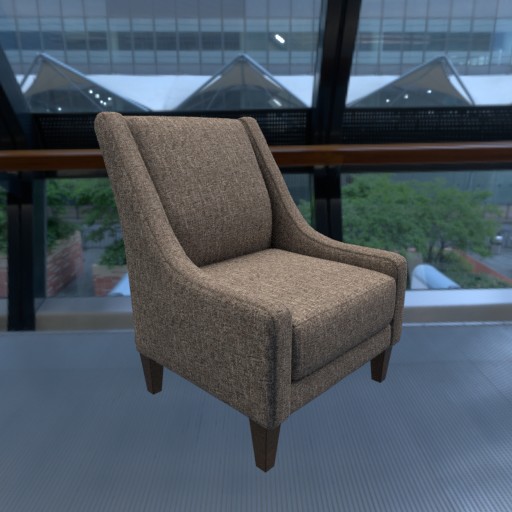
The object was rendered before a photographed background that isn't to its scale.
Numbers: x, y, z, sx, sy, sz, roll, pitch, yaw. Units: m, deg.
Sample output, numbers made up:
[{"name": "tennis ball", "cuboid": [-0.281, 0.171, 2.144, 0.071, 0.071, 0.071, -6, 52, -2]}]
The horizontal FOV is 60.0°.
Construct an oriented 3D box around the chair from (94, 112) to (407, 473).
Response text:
[{"name": "chair", "cuboid": [0.000, 0.000, 1.635, 0.870, 1.014, 0.774, 14, 21, 42]}]
